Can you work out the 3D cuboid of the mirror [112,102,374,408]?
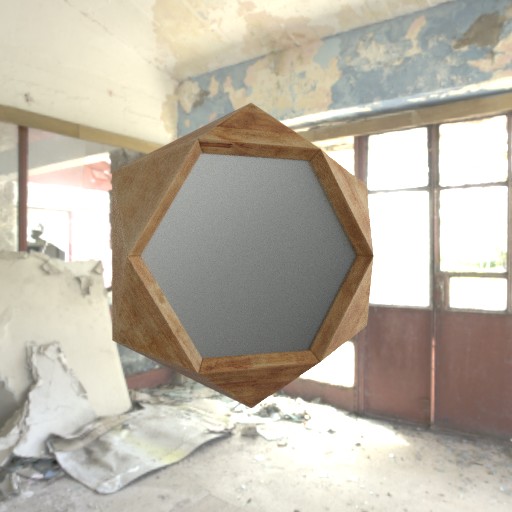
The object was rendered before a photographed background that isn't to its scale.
[{"bbox_3d":[0.000,0.000,1.093,0.675,0.779,0.091,0,0,-18],"label":"mirror"}]
